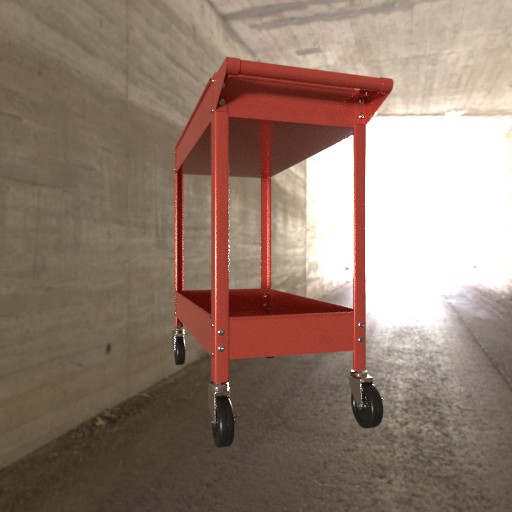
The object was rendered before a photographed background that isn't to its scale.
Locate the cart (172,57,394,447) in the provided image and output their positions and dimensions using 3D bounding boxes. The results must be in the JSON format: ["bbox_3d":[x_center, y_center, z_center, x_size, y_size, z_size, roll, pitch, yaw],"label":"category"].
[{"bbox_3d":[0.000,0.000,1.186,0.366,0.719,0.779,0,0,-17],"label":"cart"}]
